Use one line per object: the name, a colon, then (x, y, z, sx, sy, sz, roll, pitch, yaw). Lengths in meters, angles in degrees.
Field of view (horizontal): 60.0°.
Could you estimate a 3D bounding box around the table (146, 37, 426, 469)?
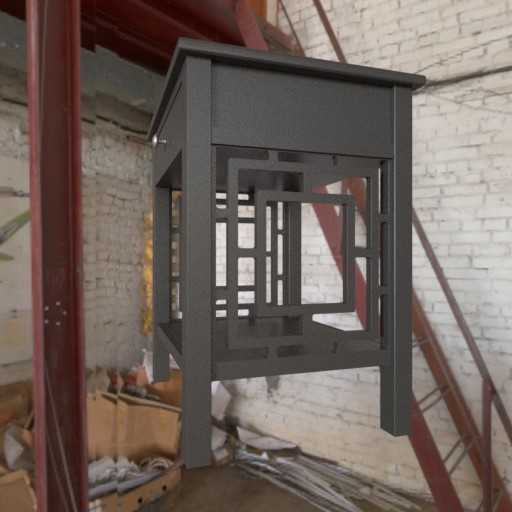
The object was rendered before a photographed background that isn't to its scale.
table: (0.000, 0.000, 0.985, 0.451, 0.646, 0.564, 0, 0, -19)
